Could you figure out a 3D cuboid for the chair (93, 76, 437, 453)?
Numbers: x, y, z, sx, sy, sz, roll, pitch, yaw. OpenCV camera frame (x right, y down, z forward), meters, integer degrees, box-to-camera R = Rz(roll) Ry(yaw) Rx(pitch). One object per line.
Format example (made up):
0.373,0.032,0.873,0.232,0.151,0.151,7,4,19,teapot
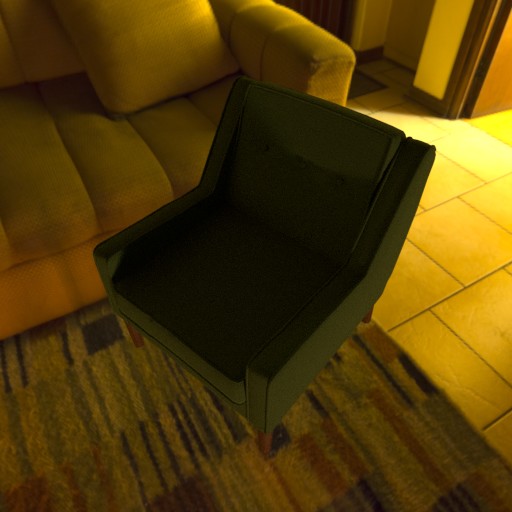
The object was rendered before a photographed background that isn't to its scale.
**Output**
0.000,0.000,1.359,0.663,0.792,0.743,31,53,26,chair
